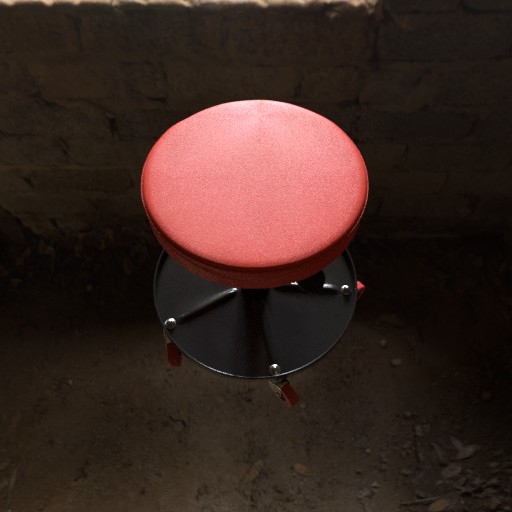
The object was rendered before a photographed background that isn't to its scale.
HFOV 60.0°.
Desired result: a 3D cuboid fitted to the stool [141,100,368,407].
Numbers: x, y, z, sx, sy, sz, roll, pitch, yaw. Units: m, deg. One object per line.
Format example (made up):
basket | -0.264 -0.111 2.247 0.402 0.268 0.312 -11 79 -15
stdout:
stool | 0.000 0.000 0.680 0.381 0.365 0.382 -30 63 -17
